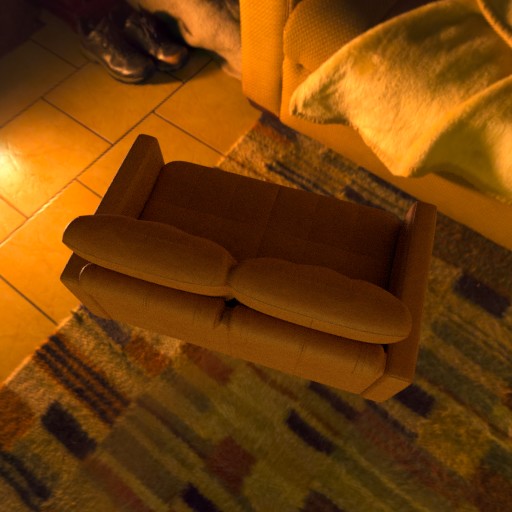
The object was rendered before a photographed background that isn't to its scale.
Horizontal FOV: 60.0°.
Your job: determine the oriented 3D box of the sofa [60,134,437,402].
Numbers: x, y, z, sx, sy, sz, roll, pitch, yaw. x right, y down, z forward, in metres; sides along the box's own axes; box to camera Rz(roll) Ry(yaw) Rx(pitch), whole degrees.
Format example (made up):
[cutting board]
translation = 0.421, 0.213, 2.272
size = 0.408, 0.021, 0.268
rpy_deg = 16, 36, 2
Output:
[sofa]
translation = 0.000, 0.000, 1.953
size = 1.430, 0.898, 0.868
rpy_deg = 15, 64, 8
